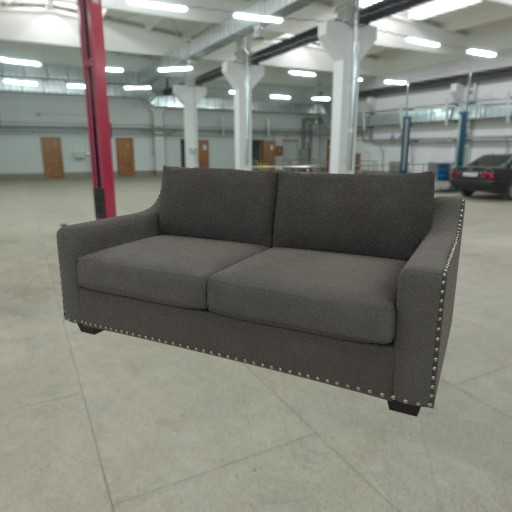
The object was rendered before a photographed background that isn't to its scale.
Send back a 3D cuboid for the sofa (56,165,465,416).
[{"bbox_3d":[0.000,0.000,3.116,2.550,1.196,1.336,7,15,26],"label":"sofa"}]
